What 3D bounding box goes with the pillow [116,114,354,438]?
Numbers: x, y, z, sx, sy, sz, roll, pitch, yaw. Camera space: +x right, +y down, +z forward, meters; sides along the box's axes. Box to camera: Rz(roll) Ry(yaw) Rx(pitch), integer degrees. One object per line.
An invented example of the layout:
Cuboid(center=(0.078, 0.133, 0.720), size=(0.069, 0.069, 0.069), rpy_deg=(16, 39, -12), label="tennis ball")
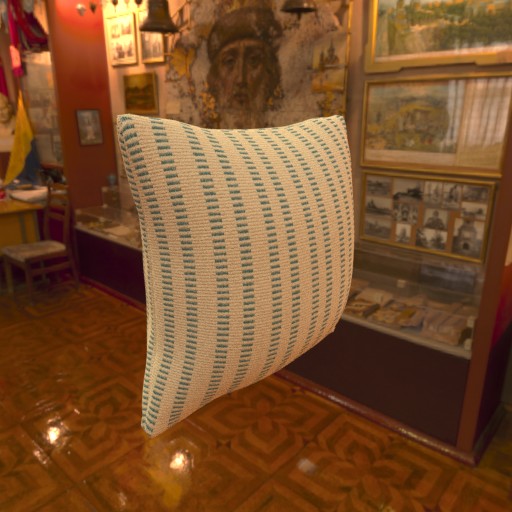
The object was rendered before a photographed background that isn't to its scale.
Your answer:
Cuboid(center=(0.000, 0.000, 0.687), size=(0.247, 0.419, 0.438), rpy_deg=(16, 24, 41), label="pillow")
